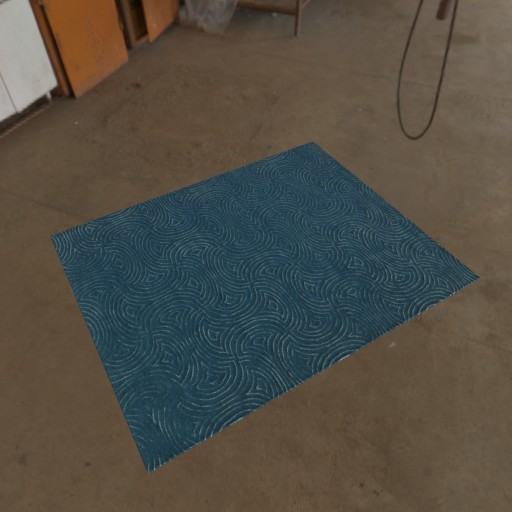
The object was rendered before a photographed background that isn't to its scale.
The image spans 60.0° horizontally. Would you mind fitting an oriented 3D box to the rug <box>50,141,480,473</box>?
[{"bbox_3d":[0.000,0.000,3.977,3.033,0.012,2.432,-24,52,-20],"label":"rug"}]
